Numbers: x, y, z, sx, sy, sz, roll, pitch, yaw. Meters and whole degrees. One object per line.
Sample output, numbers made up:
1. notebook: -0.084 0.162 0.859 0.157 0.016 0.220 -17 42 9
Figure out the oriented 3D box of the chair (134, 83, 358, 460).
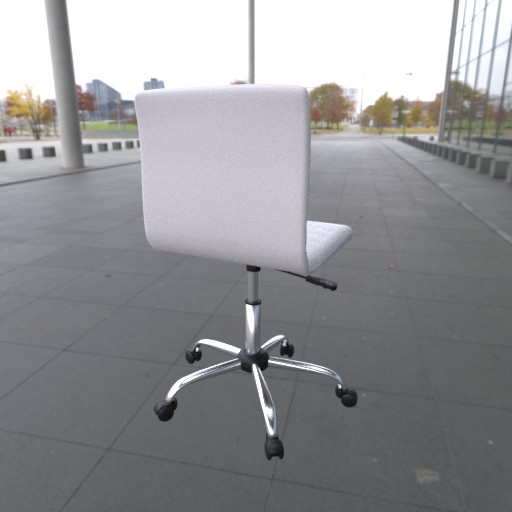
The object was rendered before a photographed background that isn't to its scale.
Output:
1. chair: 0.000 0.000 1.076 0.520 0.750 0.455 8 18 26
